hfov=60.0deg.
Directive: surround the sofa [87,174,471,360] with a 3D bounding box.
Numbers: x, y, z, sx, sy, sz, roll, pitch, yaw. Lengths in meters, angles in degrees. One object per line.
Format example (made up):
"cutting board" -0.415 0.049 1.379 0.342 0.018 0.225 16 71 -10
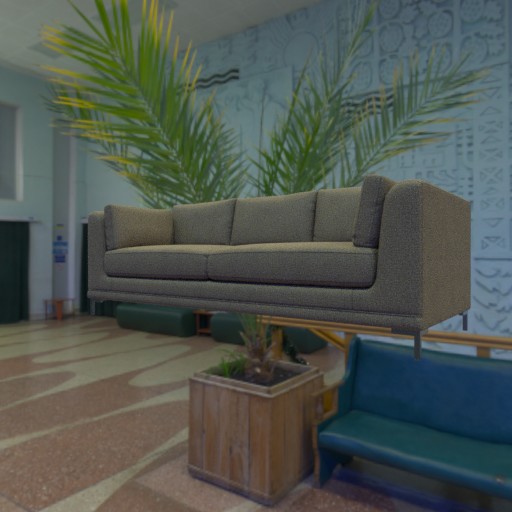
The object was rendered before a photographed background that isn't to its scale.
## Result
"sofa" 0.000 0.000 2.923 2.415 0.867 0.969 0 0 37
